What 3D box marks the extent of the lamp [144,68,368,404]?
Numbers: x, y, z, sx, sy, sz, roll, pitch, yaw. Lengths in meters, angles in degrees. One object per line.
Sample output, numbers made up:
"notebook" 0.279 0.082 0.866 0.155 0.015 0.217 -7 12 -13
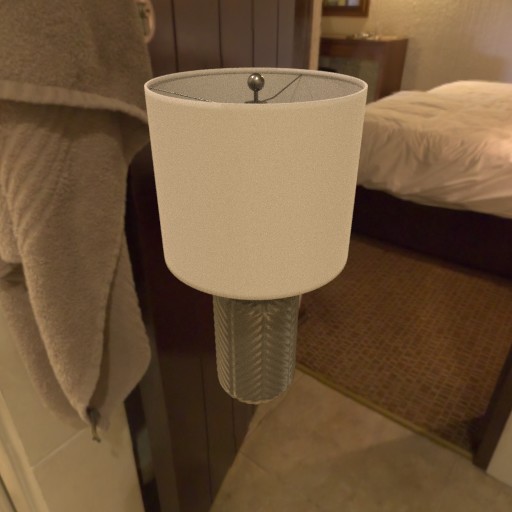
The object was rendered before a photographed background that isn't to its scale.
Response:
"lamp" 0.000 0.000 0.505 0.203 0.389 0.203 0 30 0
